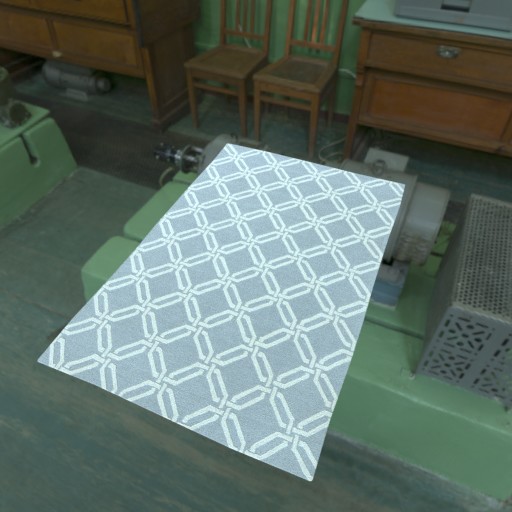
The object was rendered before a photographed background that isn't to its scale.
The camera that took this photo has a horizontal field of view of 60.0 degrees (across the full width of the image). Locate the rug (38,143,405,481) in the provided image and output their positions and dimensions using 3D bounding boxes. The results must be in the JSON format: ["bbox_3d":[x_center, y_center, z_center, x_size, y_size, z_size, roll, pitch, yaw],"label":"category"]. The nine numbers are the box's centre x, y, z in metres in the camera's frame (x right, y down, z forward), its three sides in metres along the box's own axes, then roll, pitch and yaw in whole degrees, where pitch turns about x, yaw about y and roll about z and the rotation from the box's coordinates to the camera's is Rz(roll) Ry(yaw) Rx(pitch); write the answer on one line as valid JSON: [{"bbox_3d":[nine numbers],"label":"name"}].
[{"bbox_3d":[0.000,0.000,2.153,1.148,0.010,1.754,17,48,16],"label":"rug"}]
